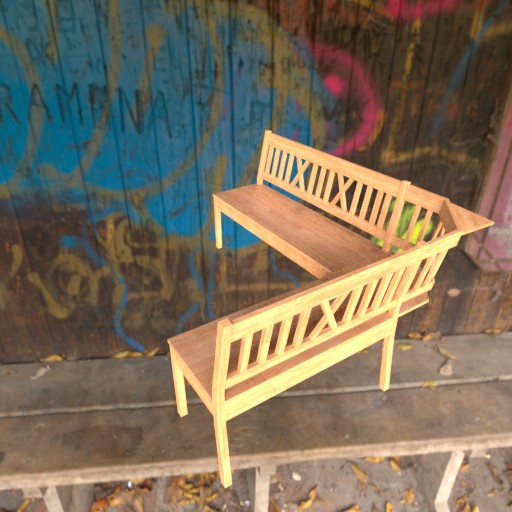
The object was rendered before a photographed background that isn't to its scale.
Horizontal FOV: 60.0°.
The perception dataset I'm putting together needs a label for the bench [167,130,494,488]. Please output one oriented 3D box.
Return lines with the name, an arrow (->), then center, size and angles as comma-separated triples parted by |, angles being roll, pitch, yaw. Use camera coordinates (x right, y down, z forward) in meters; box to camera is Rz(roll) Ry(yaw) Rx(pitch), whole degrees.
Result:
bench -> 0.000, 0.000, 2.686 | 1.537, 0.902, 1.937 | -18, 35, -29
